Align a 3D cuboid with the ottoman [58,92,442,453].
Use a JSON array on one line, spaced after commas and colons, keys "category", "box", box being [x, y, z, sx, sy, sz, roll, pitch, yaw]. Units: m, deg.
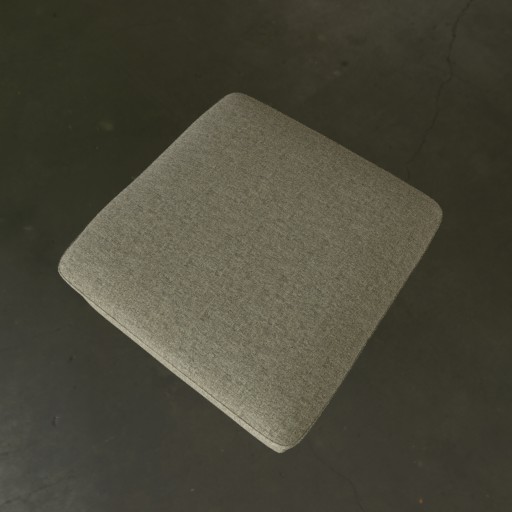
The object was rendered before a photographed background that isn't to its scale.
[{"category": "ottoman", "box": [0.000, 0.000, 1.708, 1.035, 0.526, 1.039, 34, 69, 15]}]
